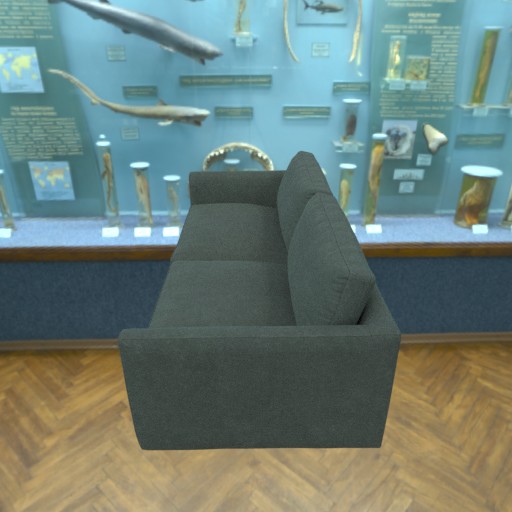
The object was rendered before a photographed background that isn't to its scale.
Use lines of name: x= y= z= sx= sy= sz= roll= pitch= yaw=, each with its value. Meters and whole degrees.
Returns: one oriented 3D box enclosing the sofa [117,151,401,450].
sofa: x=0.000 y=0.000 z=2.753 sx=1.092 sy=0.838 sz=2.257 roll=0 pitch=27 yaw=-1
